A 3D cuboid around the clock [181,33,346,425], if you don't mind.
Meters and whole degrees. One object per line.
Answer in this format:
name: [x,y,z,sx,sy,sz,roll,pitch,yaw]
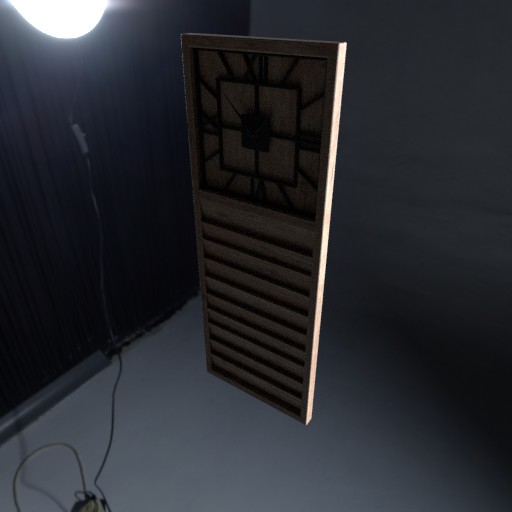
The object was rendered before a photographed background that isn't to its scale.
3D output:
clock: [0.000,0.000,1.089,0.361,0.965,0.030,19,36,29]
